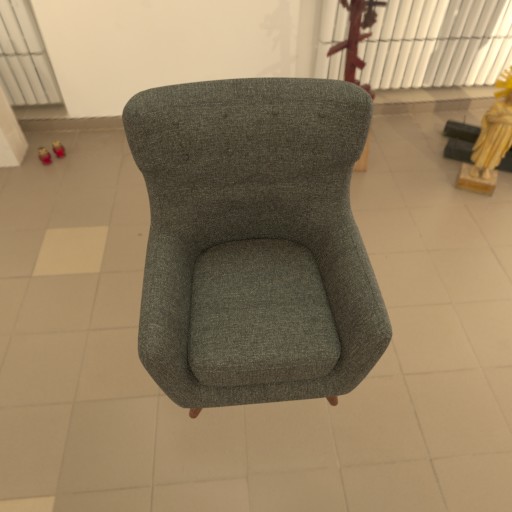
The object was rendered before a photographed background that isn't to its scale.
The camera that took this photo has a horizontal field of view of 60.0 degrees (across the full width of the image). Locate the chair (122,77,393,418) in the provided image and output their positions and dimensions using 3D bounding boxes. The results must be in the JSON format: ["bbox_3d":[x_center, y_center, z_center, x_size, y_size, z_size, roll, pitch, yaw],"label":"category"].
[{"bbox_3d":[0.000,0.000,1.743,0.878,1.063,0.904,-4,48,-3],"label":"chair"}]
